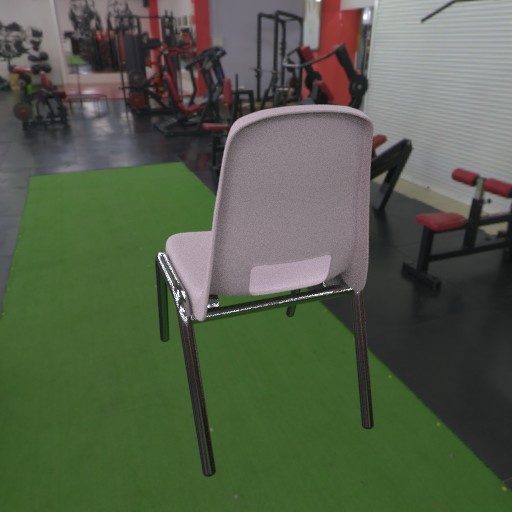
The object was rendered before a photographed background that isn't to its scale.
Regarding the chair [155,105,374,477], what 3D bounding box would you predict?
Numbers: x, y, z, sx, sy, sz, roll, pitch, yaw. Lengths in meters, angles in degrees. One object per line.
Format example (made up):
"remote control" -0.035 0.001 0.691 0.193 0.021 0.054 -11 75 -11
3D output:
"chair" 0.000 0.000 0.838 0.354 0.586 0.423 -9 27 -17
